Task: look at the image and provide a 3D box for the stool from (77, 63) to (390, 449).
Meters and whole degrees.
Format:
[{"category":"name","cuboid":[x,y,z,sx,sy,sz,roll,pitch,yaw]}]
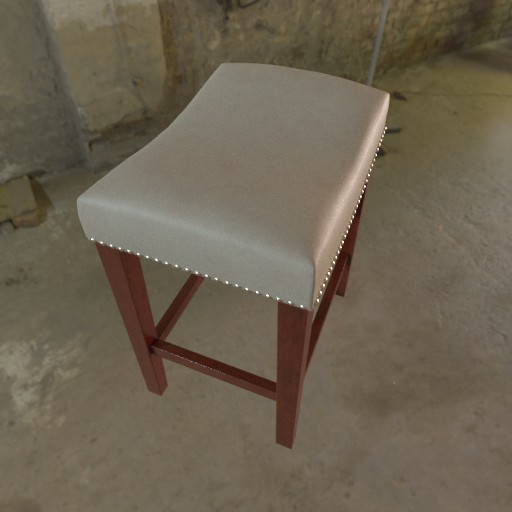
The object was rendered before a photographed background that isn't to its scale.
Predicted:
[{"category":"stool","cuboid":[0.000,0.000,0.954,0.375,0.632,0.509,17,49,15]}]
